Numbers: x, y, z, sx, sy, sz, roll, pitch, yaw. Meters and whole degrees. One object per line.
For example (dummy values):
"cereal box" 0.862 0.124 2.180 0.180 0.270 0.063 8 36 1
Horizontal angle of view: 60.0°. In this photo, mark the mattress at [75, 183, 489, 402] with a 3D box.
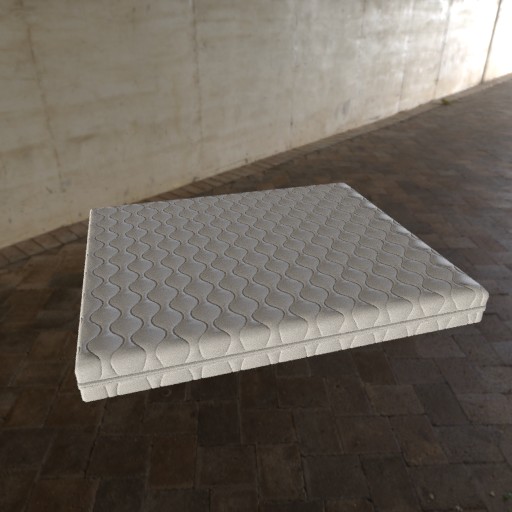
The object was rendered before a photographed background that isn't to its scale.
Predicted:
"mattress" 0.000 0.000 2.611 1.900 0.200 1.600 -8 30 -14
